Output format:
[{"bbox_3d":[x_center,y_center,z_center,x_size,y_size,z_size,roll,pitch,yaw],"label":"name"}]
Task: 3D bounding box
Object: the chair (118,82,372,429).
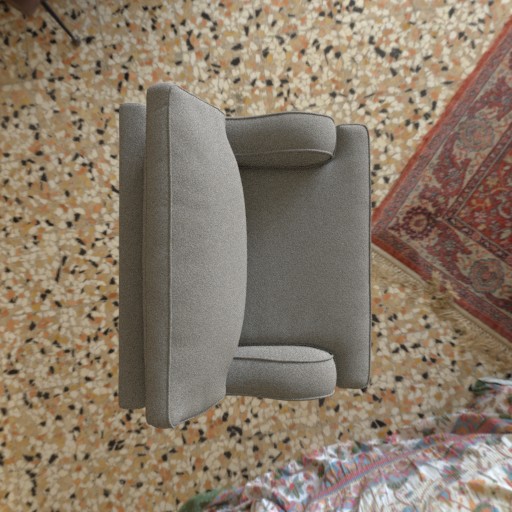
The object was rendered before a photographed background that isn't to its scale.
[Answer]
[{"bbox_3d":[0.000,0.000,1.986,1.040,1.016,1.220,0,90,2],"label":"chair"}]
